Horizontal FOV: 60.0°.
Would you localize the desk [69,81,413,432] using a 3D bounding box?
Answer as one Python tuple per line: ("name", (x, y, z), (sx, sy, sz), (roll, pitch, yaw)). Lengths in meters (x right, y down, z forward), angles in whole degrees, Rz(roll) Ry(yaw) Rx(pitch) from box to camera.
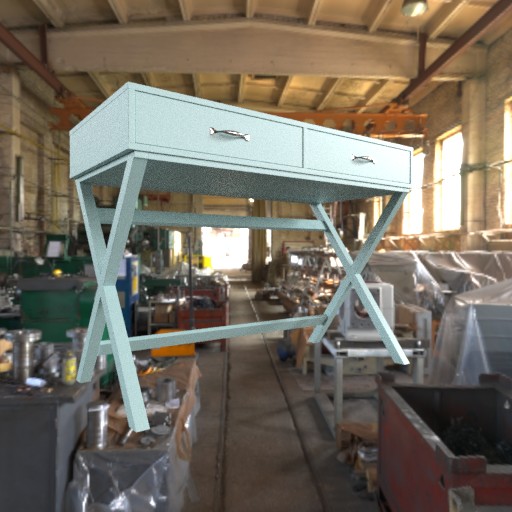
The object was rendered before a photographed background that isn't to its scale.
("desk", (0.000, 0.000, 1.488), (1.057, 0.780, 0.525), (-1, 1, -36))
